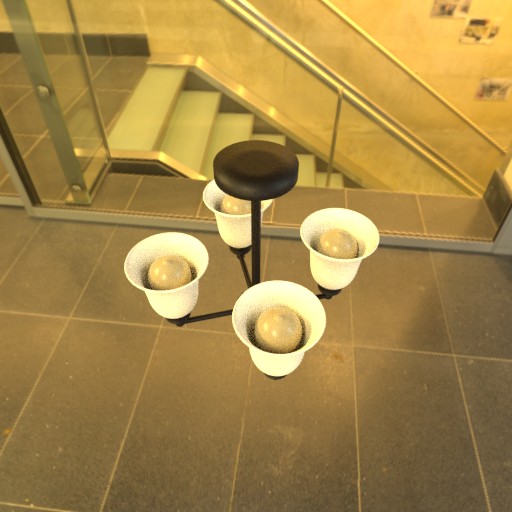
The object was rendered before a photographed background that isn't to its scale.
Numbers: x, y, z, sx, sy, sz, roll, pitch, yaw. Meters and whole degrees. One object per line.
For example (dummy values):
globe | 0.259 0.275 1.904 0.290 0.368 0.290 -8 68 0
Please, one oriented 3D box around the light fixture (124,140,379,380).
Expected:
light fixture | 0.000 0.000 1.877 1.069 0.925 1.069 -9 46 -9
